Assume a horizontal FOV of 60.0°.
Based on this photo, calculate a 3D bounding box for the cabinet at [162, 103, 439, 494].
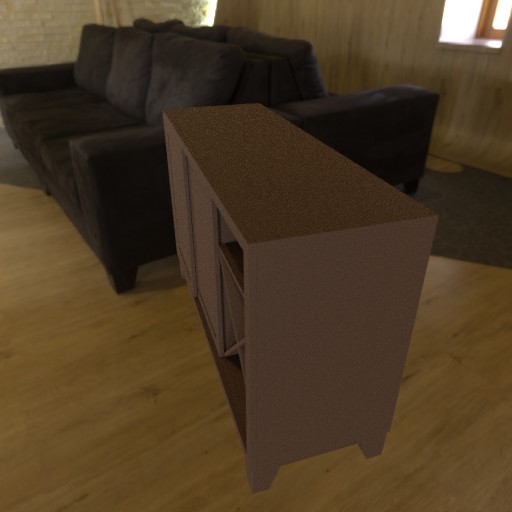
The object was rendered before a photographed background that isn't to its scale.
[{"bbox_3d":[0.000,0.000,1.811,0.482,0.914,1.396,-9,31,-15],"label":"cabinet"}]
